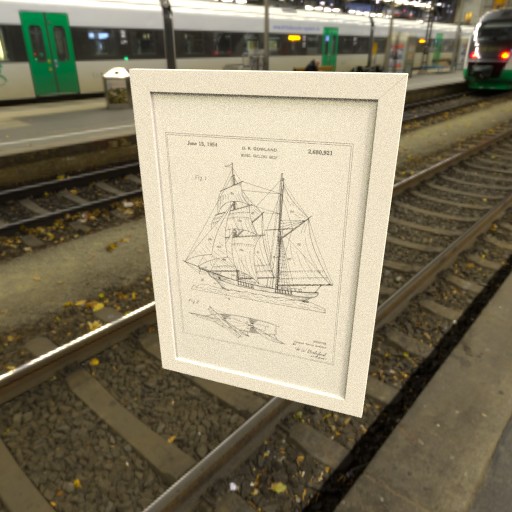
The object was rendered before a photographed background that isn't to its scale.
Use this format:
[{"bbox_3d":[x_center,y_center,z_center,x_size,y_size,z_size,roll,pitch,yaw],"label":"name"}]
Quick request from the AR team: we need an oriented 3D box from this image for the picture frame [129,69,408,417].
[{"bbox_3d":[0.000,0.000,0.595,0.326,0.459,0.011,9,27,18],"label":"picture frame"}]
